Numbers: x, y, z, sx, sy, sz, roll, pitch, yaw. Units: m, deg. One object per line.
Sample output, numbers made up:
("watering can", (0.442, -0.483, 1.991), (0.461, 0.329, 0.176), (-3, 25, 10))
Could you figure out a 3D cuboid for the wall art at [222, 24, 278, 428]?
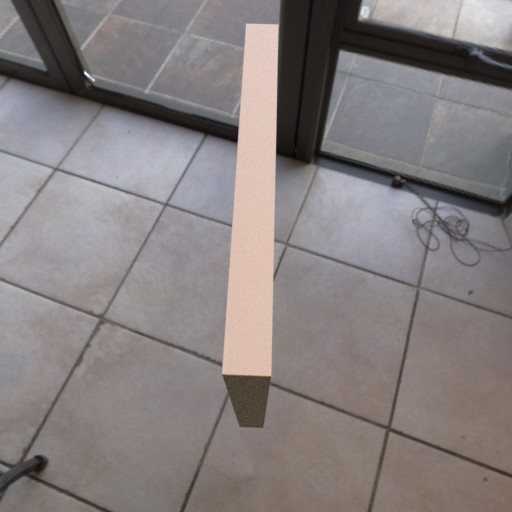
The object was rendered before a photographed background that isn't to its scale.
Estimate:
("wall art", (0.000, 0.000, 0.611), (0.038, 0.406, 0.406), (2, 64, 1))
